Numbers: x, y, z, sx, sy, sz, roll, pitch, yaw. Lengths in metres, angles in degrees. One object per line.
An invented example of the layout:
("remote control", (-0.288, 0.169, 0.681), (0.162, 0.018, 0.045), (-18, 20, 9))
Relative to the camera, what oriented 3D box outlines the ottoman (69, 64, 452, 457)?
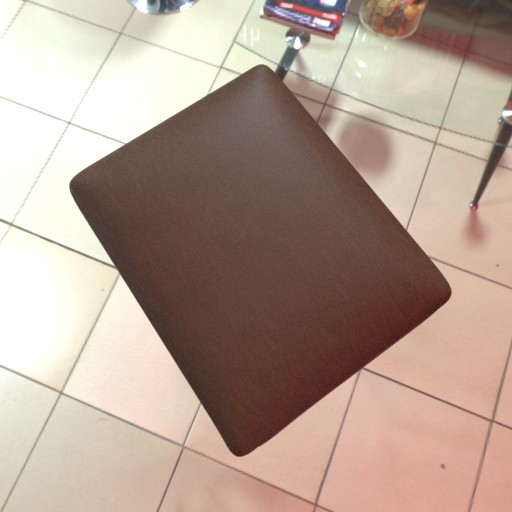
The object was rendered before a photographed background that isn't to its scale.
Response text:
("ottoman", (0.000, 0.000, 1.211), (0.635, 0.508, 0.787), (-34, 78, -9))
